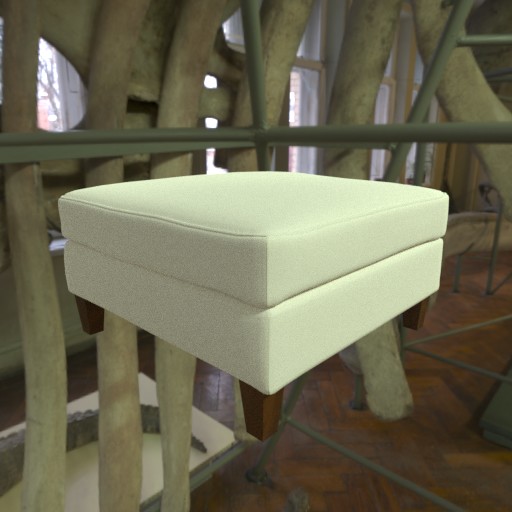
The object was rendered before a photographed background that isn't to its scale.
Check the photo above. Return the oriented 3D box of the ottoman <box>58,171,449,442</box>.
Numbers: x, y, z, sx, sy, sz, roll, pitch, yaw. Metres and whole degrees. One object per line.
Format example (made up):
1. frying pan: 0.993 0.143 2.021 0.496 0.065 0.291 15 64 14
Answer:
1. ottoman: 0.000 0.000 1.345 0.838 0.479 0.838 14 21 41
